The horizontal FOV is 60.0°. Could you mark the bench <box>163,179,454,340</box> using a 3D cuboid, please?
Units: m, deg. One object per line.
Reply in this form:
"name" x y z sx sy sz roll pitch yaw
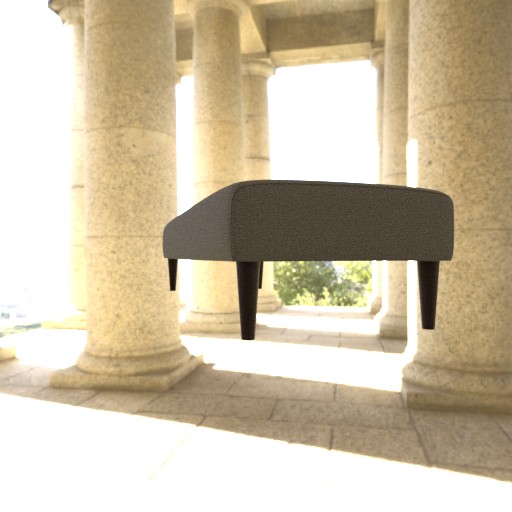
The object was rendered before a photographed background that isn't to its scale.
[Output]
"bench" 0.000 0.000 1.847 0.646 0.393 1.609 0 0 -17
